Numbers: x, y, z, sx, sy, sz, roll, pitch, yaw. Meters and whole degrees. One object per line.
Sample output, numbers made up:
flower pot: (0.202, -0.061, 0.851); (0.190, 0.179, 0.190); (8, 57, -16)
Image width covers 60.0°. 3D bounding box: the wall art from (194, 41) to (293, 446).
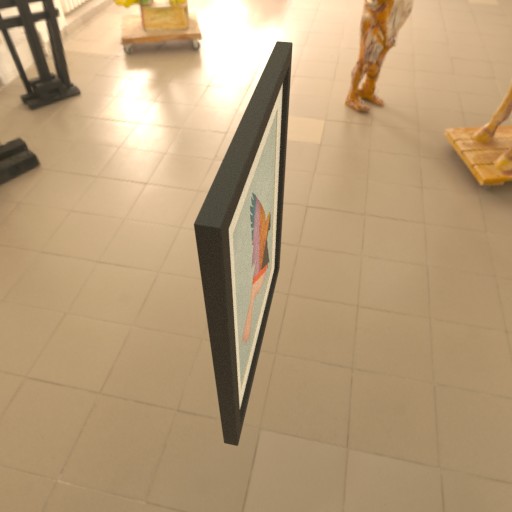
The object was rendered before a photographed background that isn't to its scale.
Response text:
wall art: (0.000, 0.000, 0.782); (0.028, 0.558, 0.457); (9, 47, 8)
